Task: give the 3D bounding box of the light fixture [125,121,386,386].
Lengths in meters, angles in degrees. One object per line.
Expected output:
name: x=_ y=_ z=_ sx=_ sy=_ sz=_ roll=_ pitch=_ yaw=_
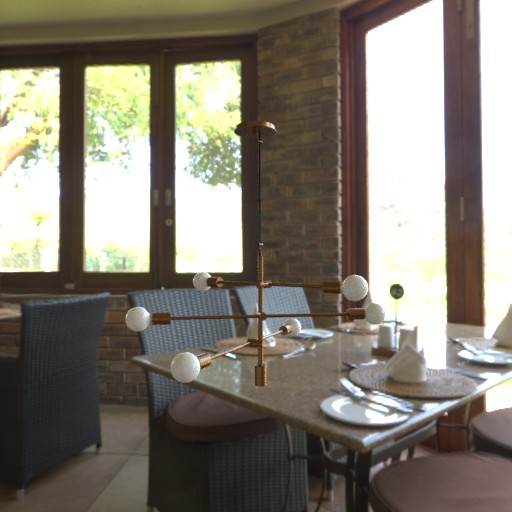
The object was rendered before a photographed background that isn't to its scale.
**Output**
light fixture: x=0.000 y=0.000 z=1.281 sx=0.682 sy=0.744 sz=0.637 roll=1 pitch=-1 yaw=-36
